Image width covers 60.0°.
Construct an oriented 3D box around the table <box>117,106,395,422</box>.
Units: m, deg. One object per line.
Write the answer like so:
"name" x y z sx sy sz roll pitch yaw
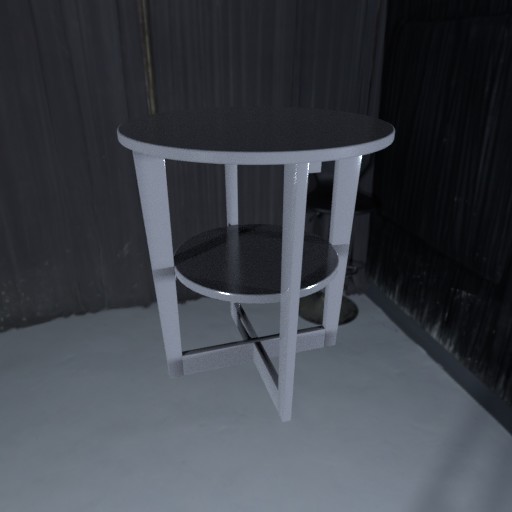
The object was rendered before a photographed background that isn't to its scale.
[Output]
"table" 0.000 0.000 0.946 0.500 0.550 0.500 0 25 0
